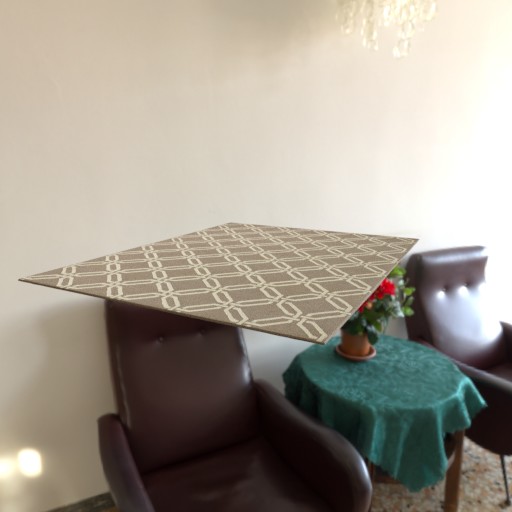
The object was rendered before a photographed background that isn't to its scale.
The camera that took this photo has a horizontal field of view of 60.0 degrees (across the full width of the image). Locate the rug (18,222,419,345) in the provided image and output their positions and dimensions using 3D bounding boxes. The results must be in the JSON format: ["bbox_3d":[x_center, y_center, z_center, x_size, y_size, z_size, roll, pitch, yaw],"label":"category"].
[{"bbox_3d":[0.000,0.000,3.862,2.288,0.018,2.895,7,15,27],"label":"rug"}]
